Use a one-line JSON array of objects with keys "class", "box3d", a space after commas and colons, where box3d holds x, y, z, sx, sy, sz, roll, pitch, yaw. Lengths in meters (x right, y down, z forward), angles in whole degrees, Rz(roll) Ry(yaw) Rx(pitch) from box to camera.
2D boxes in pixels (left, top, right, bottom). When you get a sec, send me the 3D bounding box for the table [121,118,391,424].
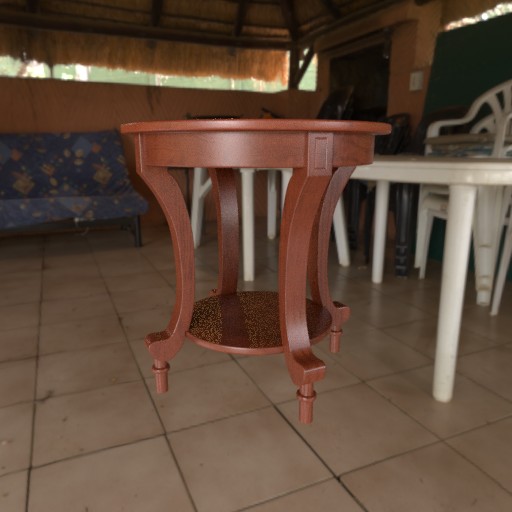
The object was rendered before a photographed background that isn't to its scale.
[{"class": "table", "box3d": [0.000, 0.000, 1.091, 0.597, 0.612, 0.597, 0, 14, 0]}]
